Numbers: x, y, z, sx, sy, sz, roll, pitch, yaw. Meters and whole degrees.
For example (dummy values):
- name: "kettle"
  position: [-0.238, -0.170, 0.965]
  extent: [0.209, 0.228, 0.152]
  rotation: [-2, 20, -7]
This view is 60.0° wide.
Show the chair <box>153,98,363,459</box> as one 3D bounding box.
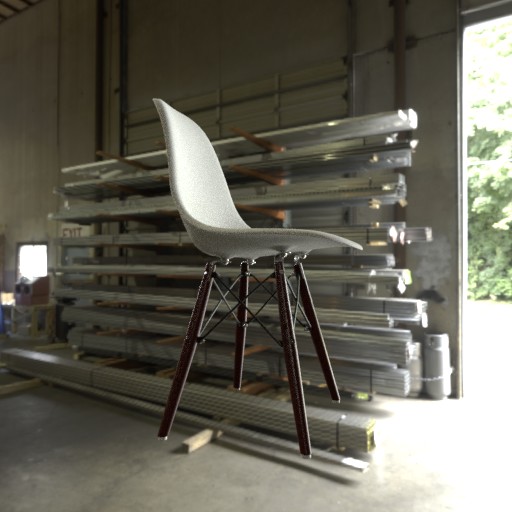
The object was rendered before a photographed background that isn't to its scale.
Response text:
- name: "chair"
  position: [0.000, 0.000, 1.144]
  extent: [0.533, 0.826, 0.470]
  rotation: [0, -1, 19]
